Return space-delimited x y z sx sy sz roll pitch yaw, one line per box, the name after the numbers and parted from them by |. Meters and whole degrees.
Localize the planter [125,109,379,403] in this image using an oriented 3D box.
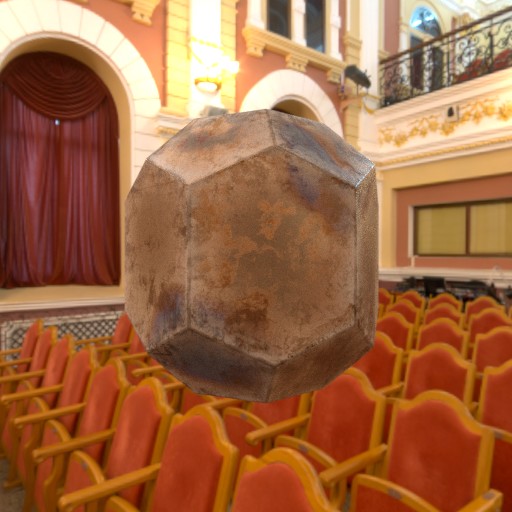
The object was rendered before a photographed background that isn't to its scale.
0.000 0.000 0.422 0.221 0.238 0.243 0 0 -37 | planter
